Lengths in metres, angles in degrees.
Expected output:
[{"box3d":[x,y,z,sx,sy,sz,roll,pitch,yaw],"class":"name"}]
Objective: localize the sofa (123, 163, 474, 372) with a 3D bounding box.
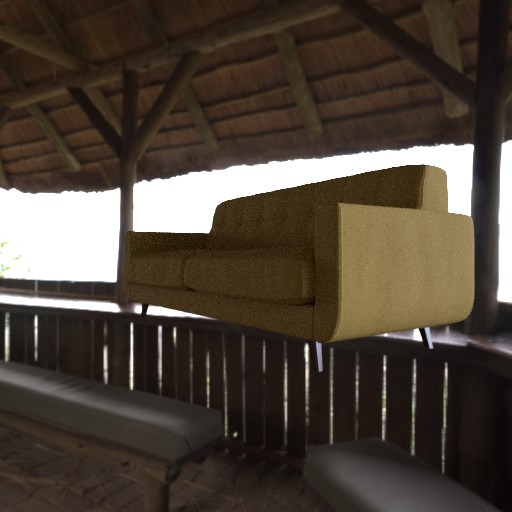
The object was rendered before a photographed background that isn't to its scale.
[{"box3d":[0.000,0.000,2.493,0.909,0.841,2.029,0,0,-36],"class":"sofa"}]
